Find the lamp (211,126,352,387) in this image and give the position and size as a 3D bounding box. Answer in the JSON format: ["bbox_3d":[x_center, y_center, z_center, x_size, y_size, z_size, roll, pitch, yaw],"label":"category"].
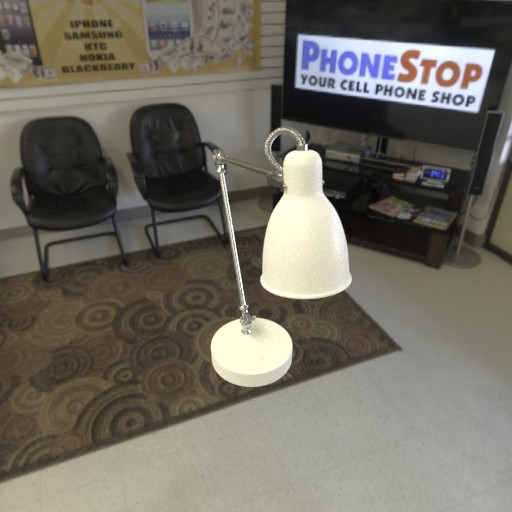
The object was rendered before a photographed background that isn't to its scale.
[{"bbox_3d":[0.000,0.000,0.858,0.187,0.587,0.561,-10,33,-16],"label":"lamp"}]
